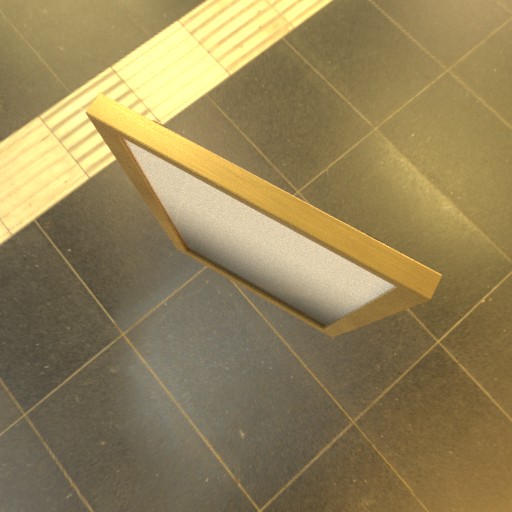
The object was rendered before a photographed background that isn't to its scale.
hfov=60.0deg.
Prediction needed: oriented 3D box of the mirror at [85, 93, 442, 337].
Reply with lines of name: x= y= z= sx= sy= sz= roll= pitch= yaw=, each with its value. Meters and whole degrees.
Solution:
mirror: x=0.000 y=0.000 z=0.912 sx=0.507 sy=0.710 sz=0.040 roll=29 pitch=78 yaw=7
